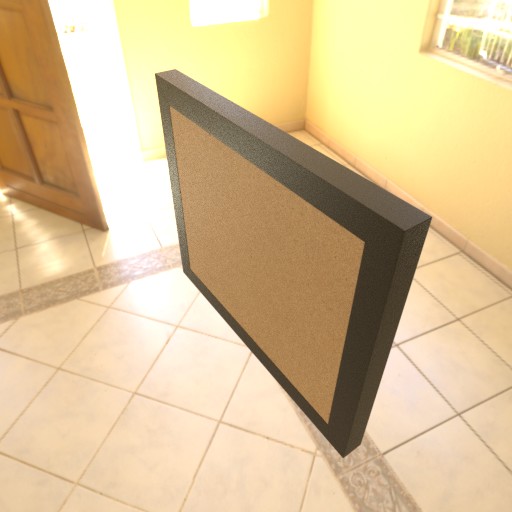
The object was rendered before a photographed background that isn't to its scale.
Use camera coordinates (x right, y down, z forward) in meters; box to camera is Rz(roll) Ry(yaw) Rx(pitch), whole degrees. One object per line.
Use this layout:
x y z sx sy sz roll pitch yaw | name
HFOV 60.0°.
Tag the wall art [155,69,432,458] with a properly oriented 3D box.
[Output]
0.000 0.000 0.520 0.028 0.321 0.381 -25 46 -26 | wall art
